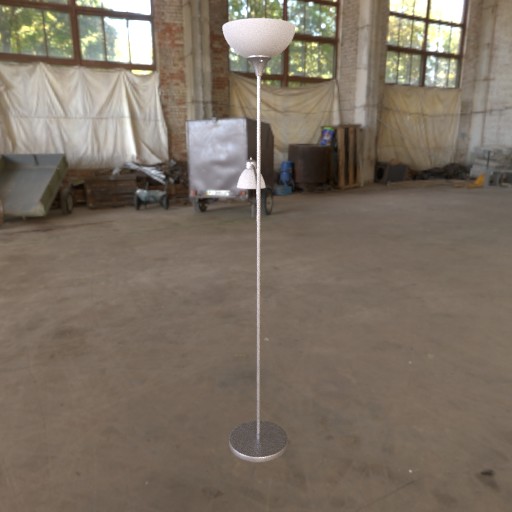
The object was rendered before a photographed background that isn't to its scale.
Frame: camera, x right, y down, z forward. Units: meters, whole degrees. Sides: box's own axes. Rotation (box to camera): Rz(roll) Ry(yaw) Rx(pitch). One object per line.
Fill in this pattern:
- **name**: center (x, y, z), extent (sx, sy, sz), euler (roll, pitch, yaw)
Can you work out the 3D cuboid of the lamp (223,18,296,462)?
- **lamp**: center (0.000, 0.000, 1.958), extent (0.279, 1.804, 0.425), euler (-2, 15, -8)
